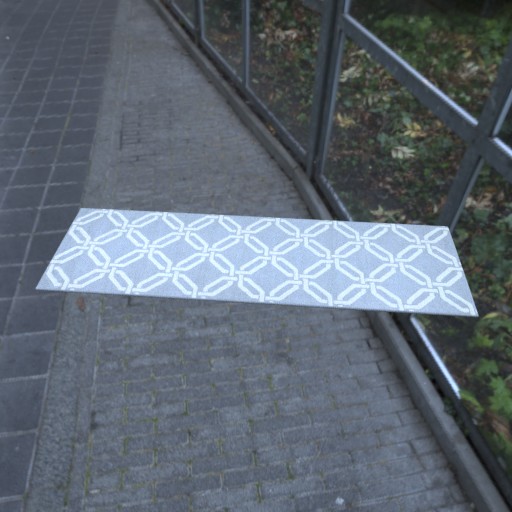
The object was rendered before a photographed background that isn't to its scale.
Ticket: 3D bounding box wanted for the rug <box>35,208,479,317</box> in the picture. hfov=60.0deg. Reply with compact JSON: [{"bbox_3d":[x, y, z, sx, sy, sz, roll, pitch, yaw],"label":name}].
[{"bbox_3d":[0.000,0.000,2.504,2.276,0.014,0.678,3,45,3],"label":"rug"}]
